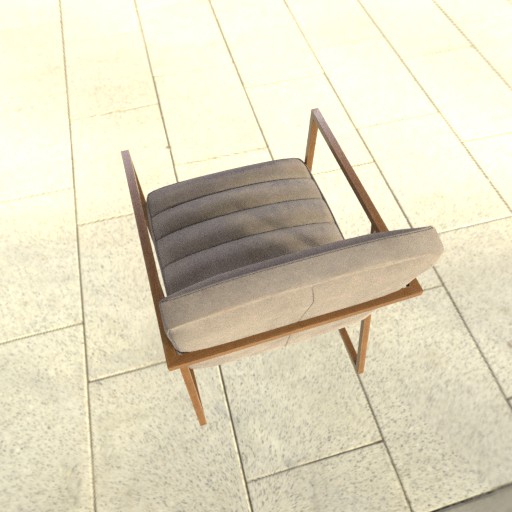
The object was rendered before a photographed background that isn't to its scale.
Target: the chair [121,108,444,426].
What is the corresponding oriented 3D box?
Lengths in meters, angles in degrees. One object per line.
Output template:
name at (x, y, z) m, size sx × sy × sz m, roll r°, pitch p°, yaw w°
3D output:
chair at (0.000, 0.000, 1.273) m, size 0.578 × 0.843 × 0.682 m, roll -15°, pitch 60°, yaw -9°
